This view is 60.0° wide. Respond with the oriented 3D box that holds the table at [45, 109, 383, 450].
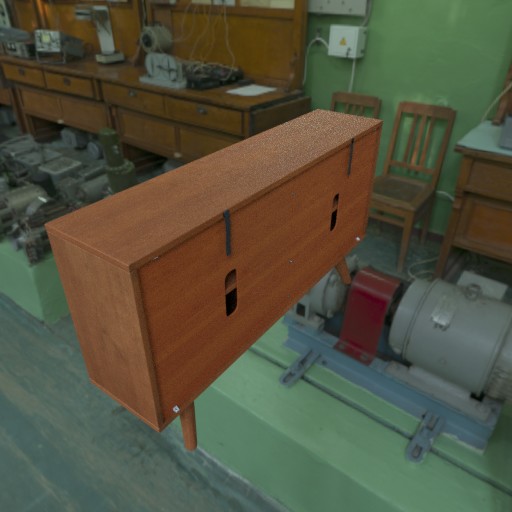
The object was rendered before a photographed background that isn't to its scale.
[{"bbox_3d":[0.000,0.000,1.515,0.308,0.698,1.220,22,38,30],"label":"table"}]
